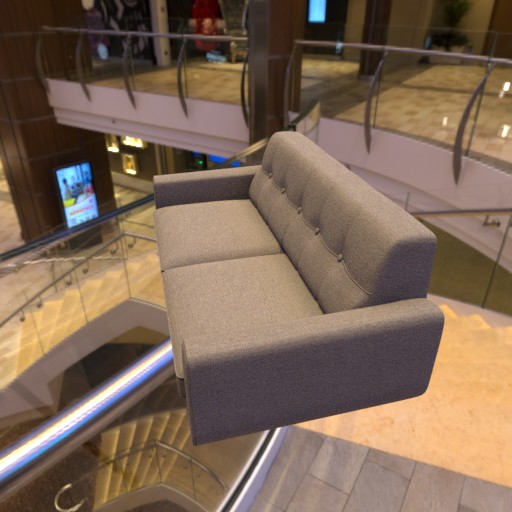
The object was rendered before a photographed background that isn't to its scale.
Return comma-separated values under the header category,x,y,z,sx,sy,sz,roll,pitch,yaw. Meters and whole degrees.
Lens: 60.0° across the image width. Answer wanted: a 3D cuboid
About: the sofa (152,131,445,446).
category,x,y,z,sx,sy,sz,roll,pitch,yaw
sofa,0.000,0.000,2.136,0.909,0.841,1.631,-8,31,-13
